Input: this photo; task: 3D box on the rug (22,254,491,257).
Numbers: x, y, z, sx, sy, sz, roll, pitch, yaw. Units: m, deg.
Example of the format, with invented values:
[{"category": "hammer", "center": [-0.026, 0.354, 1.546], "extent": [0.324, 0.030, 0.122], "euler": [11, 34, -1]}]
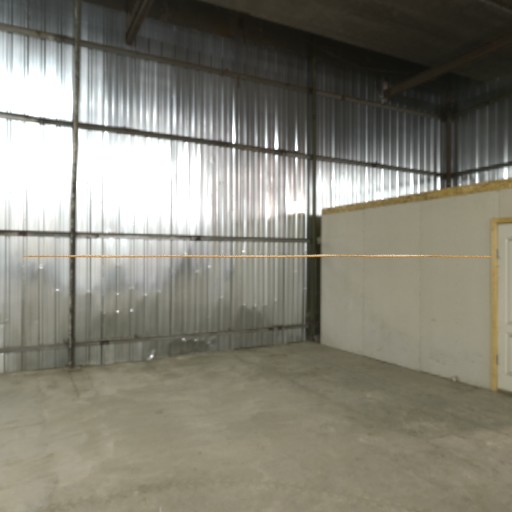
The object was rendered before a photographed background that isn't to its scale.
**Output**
[{"category": "rug", "center": [0.000, 0.000, 2.514], "extent": [2.294, 0.014, 0.704], "euler": [0, 0, 1]}]
